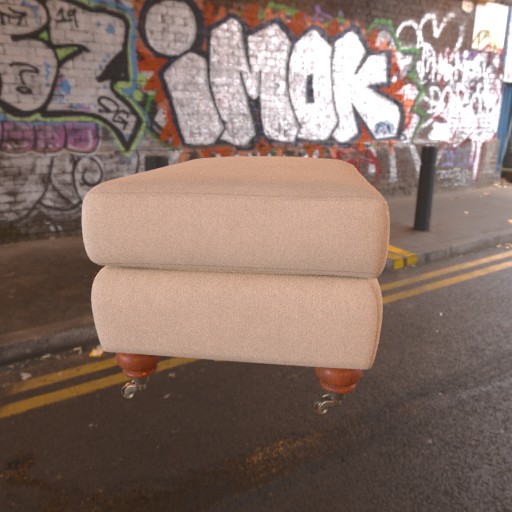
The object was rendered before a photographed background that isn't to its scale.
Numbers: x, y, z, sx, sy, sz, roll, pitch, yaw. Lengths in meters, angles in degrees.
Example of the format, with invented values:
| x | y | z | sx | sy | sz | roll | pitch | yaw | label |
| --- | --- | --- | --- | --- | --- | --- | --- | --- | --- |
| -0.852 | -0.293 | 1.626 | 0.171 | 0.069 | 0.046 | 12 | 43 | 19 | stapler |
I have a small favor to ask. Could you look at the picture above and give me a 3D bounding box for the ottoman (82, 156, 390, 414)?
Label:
| x | y | z | sx | sy | sz | roll | pitch | yaw | label |
| --- | --- | --- | --- | --- | --- | --- | --- | --- | --- |
| 0.000 | 0.000 | 1.169 | 0.569 | 0.499 | 0.773 | 2 | 16 | 7 | ottoman |
